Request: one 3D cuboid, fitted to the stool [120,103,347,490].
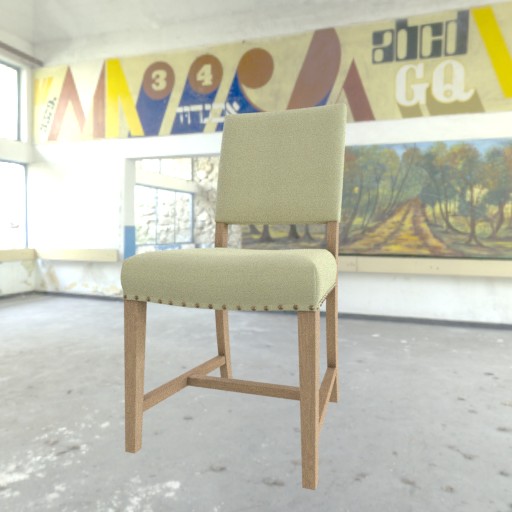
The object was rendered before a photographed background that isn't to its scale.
[{"bbox_3d":[0.000,0.000,1.308,0.508,0.986,0.623,1,3,20],"label":"stool"}]
